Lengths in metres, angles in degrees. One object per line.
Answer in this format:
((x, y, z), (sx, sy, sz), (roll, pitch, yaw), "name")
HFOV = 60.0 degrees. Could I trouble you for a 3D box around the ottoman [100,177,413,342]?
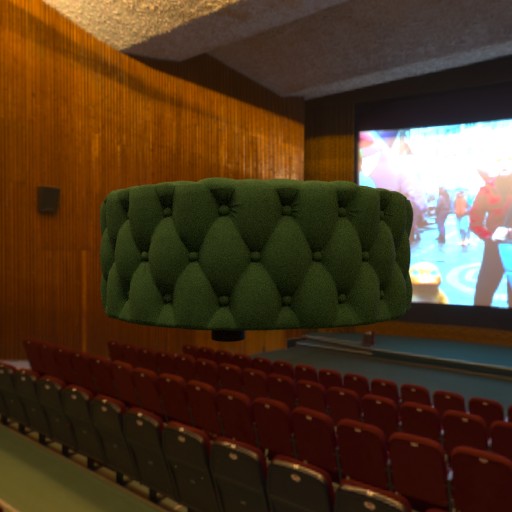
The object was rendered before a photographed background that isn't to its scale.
((0.000, 0.000, 1.488), (0.998, 0.399, 0.998), (0, 1, 0), "ottoman")
